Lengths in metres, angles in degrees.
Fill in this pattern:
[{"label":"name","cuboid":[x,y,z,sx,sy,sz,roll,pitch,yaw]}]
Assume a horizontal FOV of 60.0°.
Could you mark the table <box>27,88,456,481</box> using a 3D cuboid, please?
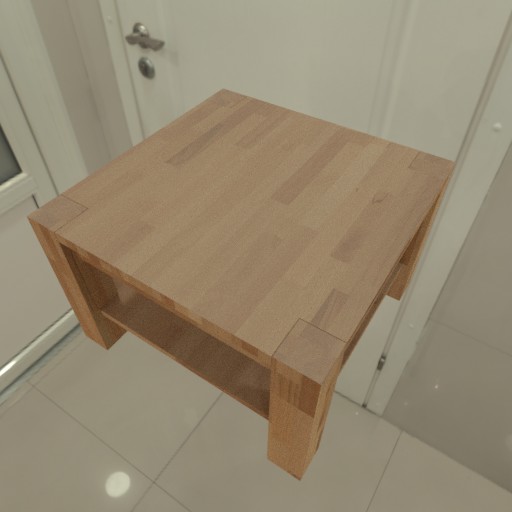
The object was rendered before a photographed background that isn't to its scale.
[{"label":"table","cuboid":[0.000,0.000,1.167,0.700,0.451,0.700,26,51,22]}]
